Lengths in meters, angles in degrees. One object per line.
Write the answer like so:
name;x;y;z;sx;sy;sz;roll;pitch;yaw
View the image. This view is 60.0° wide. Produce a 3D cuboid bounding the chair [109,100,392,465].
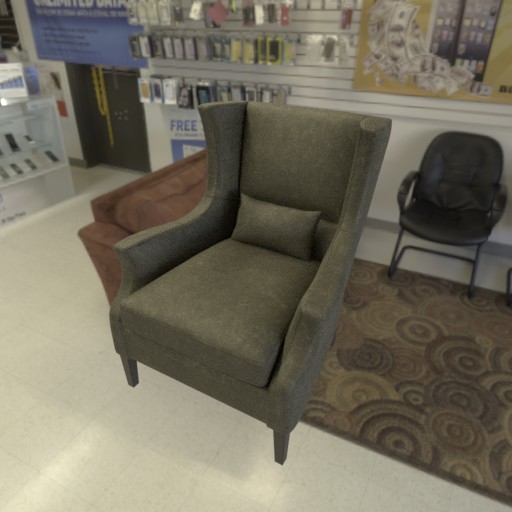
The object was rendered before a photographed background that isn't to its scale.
chair;0.000;0.000;1.738;0.853;1.016;0.926;17;34;26
